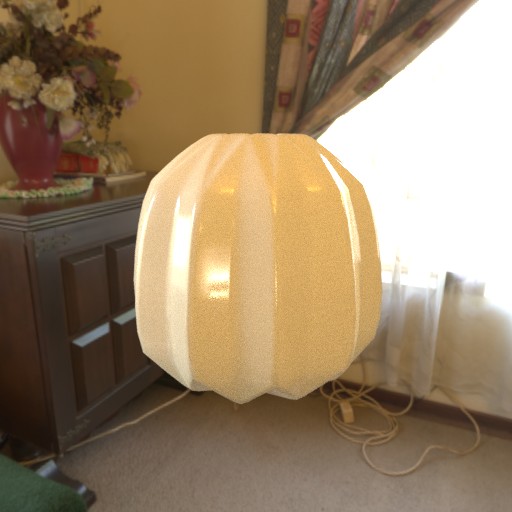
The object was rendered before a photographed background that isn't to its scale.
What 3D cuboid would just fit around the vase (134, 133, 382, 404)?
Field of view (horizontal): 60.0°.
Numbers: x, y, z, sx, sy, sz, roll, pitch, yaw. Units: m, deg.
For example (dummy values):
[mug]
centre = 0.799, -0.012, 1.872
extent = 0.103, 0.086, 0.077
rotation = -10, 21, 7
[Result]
[vase]
centre = 0.000, 0.000, 0.252
extent = 0.139, 0.134, 0.139
rotation = 0, 16, 0
